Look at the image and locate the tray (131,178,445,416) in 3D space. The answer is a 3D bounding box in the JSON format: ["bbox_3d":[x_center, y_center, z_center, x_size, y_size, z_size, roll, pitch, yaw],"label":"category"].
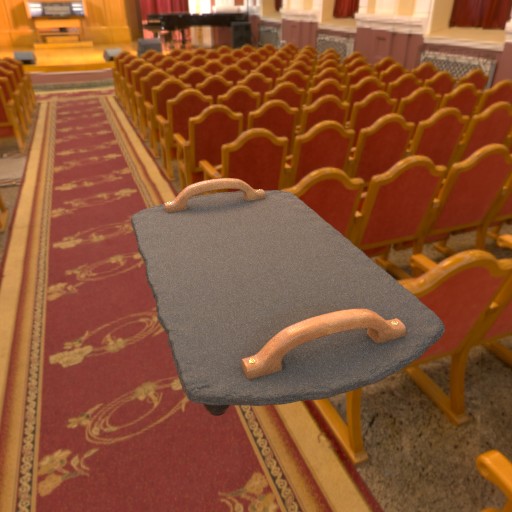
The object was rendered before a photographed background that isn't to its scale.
[{"bbox_3d":[0.000,0.000,0.471,0.231,0.062,0.387,-11,32,-18],"label":"tray"}]
